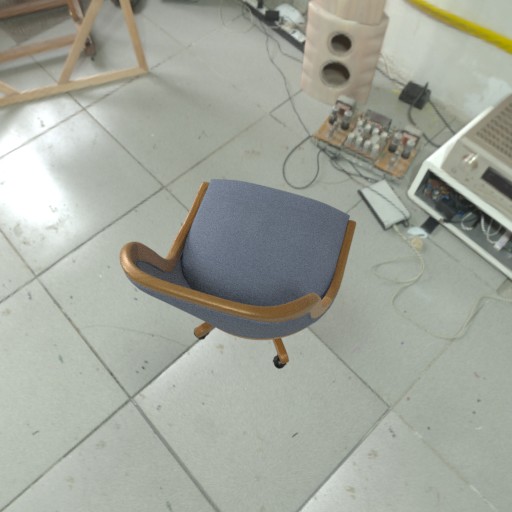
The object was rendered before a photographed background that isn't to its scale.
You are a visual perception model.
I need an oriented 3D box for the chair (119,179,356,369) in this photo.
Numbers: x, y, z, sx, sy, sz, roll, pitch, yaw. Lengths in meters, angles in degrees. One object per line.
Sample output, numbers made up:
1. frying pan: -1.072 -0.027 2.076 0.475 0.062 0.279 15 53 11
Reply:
1. chair: 0.000 0.000 1.418 0.605 1.031 0.735 16 64 8
